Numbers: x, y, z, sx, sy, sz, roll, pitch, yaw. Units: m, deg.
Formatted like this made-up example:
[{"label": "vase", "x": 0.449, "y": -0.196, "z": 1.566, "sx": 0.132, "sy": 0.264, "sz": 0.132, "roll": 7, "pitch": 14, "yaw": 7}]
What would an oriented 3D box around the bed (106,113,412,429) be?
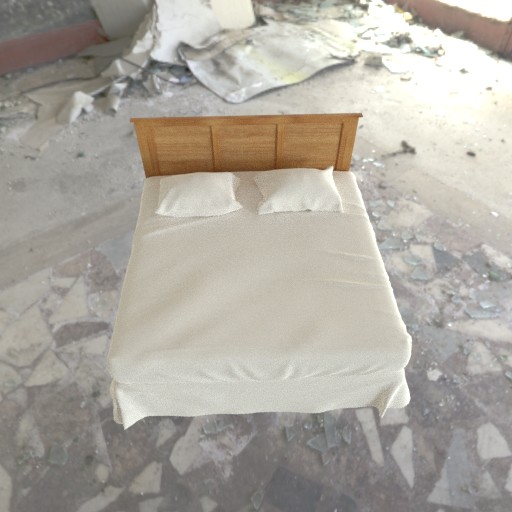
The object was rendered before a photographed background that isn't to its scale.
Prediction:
[{"label": "bed", "x": 0.000, "y": 0.000, "z": 3.548, "sx": 2.317, "sy": 1.270, "sz": 2.215, "roll": -2, "pitch": 46, "yaw": -2}]
